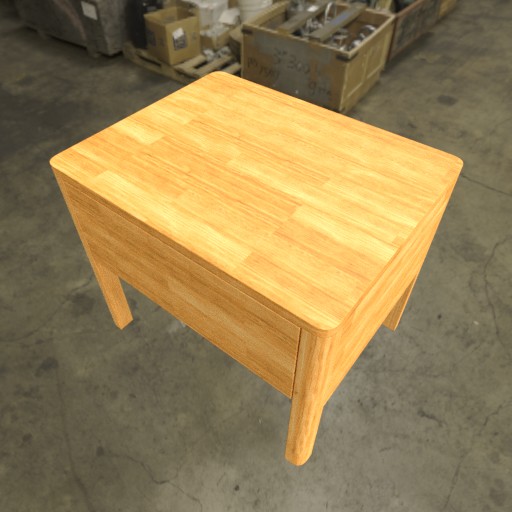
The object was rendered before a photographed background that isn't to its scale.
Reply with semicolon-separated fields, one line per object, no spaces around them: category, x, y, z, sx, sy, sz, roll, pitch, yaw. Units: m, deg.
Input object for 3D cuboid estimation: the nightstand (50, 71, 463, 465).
nightstand;0.000;0.000;0.918;0.560;0.470;0.440;30;54;25
